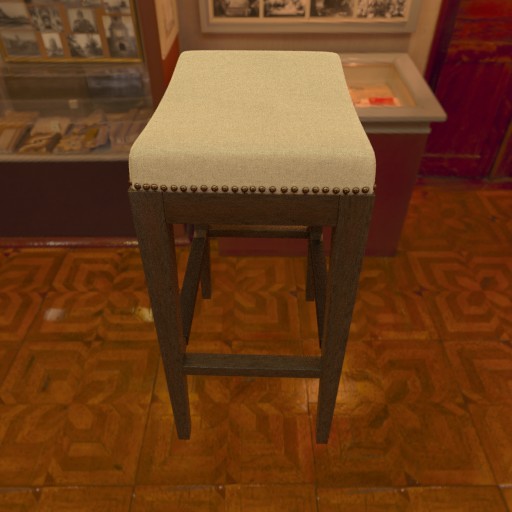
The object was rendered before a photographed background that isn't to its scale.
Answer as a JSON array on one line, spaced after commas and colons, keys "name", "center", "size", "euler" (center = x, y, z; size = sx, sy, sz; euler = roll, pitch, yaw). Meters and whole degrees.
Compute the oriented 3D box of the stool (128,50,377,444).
[{"name": "stool", "center": [0.000, 0.000, 1.007], "size": [0.358, 0.759, 0.498], "euler": [1, 41, 1]}]
